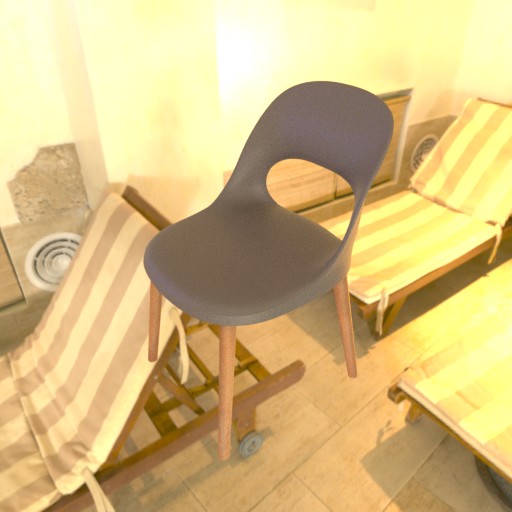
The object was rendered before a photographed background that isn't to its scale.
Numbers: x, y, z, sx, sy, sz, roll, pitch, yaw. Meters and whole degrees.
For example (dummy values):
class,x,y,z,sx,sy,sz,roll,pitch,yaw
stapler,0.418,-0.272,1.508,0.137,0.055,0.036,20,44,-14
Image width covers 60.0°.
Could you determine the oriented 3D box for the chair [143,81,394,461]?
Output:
class,x,y,z,sx,sy,sz,roll,pitch,yaw
chair,0.000,0.000,1.166,0.556,0.795,0.470,-22,38,-30
